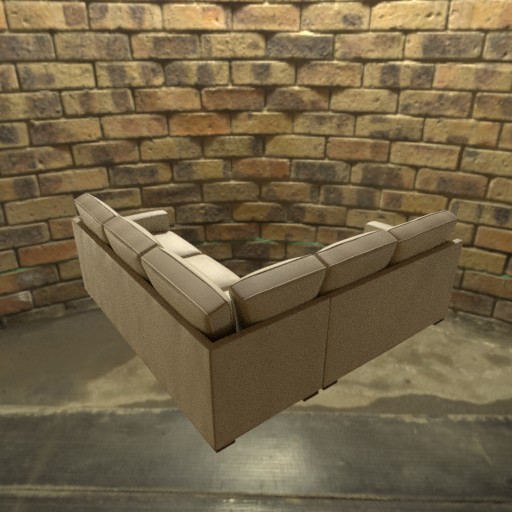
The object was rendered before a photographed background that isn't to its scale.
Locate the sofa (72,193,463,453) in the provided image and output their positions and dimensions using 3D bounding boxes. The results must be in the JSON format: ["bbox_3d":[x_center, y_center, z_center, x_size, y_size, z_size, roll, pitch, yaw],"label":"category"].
[{"bbox_3d":[0.000,0.000,3.543,2.182,0.939,2.189,-18,31,-33],"label":"sofa"}]
